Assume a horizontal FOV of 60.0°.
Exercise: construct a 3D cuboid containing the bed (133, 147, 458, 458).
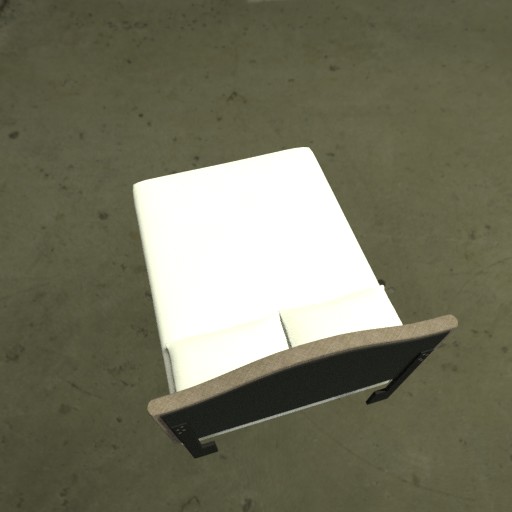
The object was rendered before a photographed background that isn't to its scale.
[{"bbox_3d":[0.000,0.000,3.217,1.713,1.518,2.153,-14,59,-9],"label":"bed"}]
